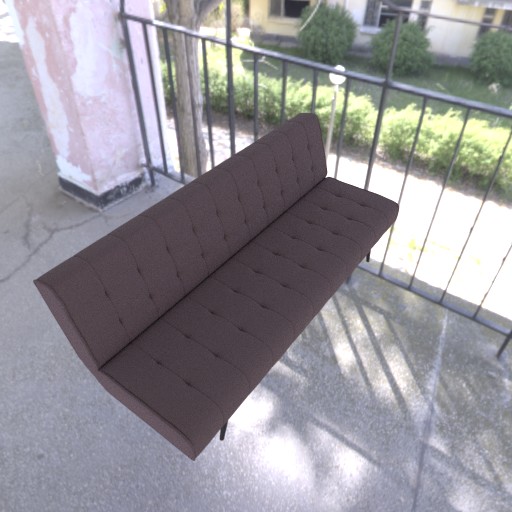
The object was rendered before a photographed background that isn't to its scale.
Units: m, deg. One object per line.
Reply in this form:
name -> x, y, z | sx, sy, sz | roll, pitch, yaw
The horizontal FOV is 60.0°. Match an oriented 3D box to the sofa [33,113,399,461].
sofa -> 0.000, 0.000, 2.096 | 0.747, 0.699, 1.703 | 26, 47, 27
